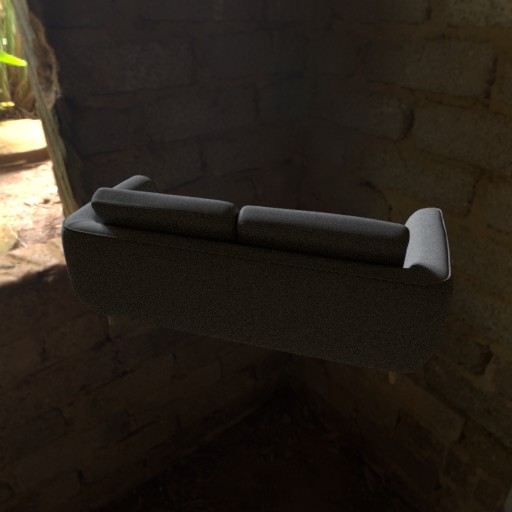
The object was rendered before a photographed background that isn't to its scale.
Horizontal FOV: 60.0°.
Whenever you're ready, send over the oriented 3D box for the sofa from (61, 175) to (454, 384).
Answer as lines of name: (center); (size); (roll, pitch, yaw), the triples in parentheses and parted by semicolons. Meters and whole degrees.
sofa: (0.000, 0.000, 2.502); (2.000, 0.870, 0.920); (9, 32, 14)
